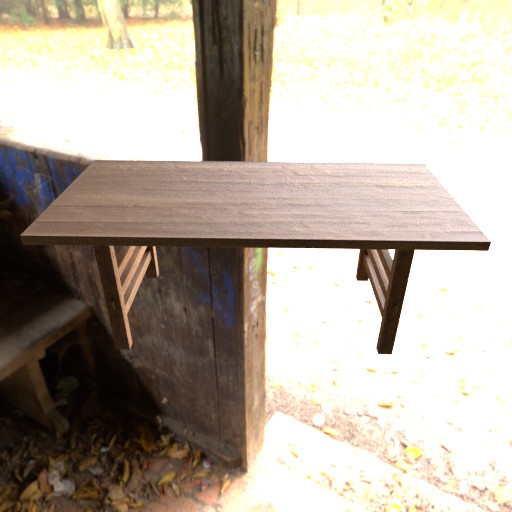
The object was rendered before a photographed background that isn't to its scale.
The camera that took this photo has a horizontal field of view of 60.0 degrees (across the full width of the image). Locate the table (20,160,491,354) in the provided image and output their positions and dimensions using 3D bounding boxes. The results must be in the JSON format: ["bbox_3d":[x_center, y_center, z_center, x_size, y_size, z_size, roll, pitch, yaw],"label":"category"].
[{"bbox_3d":[0.000,0.000,2.483,2.003,0.760,0.952,1,32,1],"label":"table"}]
